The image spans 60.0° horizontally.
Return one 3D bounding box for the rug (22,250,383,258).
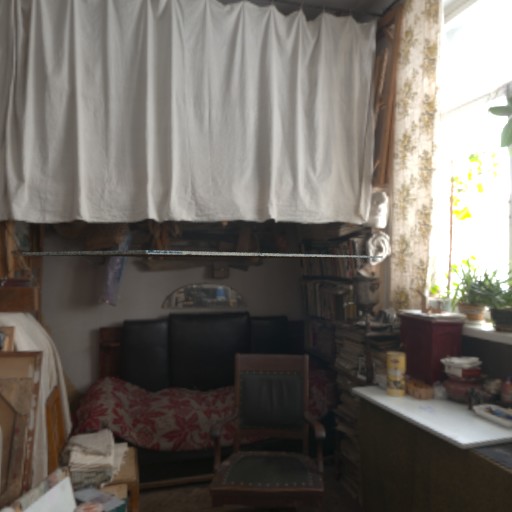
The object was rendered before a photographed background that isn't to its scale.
[{"bbox_3d":[0.000,0.000,2.681,0.770,0.013,2.434,0,-1,34],"label":"rug"}]
